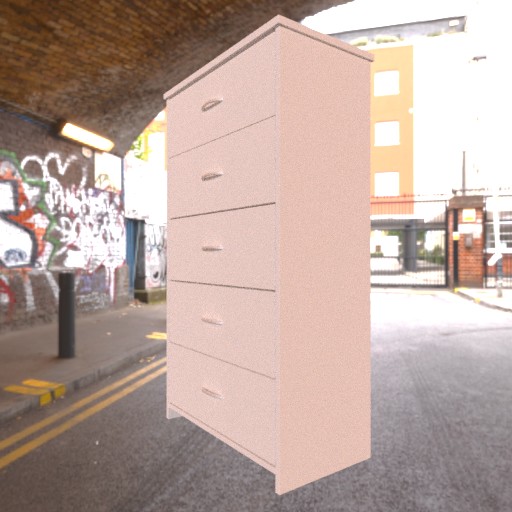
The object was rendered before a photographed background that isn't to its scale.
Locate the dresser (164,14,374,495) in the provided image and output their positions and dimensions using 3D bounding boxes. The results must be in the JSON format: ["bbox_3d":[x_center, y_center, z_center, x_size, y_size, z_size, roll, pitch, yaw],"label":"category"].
[{"bbox_3d":[0.000,0.000,1.545,0.399,1.255,0.704,0,0,-36],"label":"dresser"}]
